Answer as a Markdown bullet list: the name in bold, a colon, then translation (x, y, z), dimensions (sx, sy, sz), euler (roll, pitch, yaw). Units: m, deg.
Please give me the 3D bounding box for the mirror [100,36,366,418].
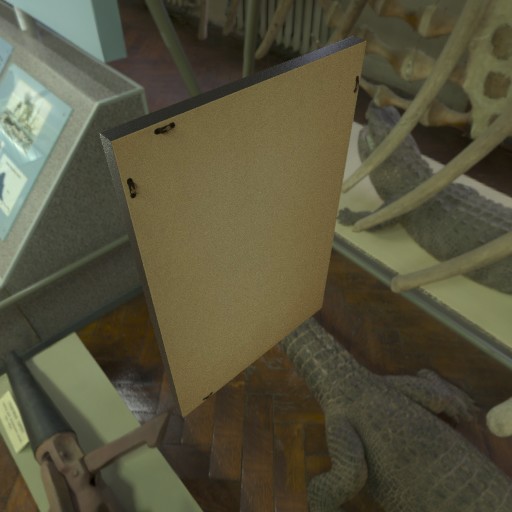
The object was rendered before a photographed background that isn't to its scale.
- **mirror**: translation (0.000, 0.000, 1.133), dimensions (0.609, 0.915, 0.041), euler (-33, 54, -28)
